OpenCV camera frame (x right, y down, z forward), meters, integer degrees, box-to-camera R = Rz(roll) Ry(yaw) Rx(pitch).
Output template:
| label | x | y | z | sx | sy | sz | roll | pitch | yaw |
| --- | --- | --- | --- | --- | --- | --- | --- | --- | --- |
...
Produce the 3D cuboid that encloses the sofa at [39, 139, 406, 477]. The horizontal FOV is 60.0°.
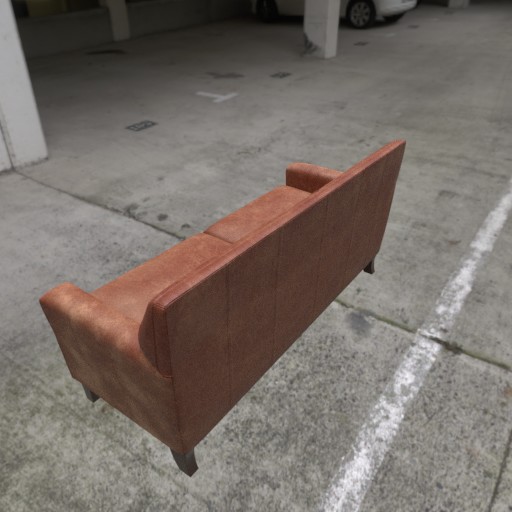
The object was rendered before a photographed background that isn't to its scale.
| label | x | y | z | sx | sy | sz | roll | pitch | yaw |
| --- | --- | --- | --- | --- | --- | --- | --- | --- | --- |
| sofa | 0.000 | 0.000 | 2.427 | 0.805 | 0.947 | 2.053 | 20 | 37 | 30 |
